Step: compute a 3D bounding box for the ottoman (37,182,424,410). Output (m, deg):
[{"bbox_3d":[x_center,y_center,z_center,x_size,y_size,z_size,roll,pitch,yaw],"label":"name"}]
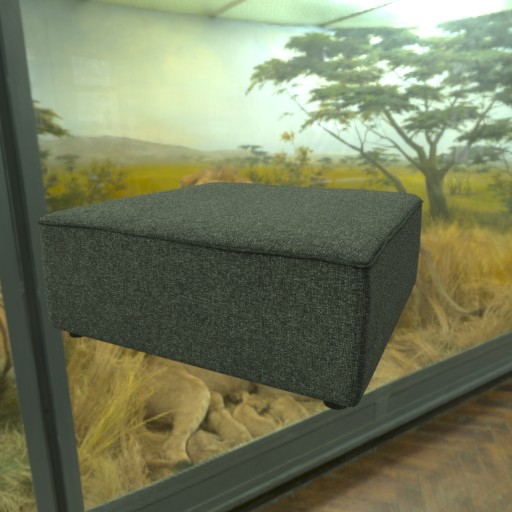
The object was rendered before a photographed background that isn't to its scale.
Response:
[{"bbox_3d":[0.000,0.000,1.586,1.021,0.423,1.017,8,17,26],"label":"ottoman"}]
